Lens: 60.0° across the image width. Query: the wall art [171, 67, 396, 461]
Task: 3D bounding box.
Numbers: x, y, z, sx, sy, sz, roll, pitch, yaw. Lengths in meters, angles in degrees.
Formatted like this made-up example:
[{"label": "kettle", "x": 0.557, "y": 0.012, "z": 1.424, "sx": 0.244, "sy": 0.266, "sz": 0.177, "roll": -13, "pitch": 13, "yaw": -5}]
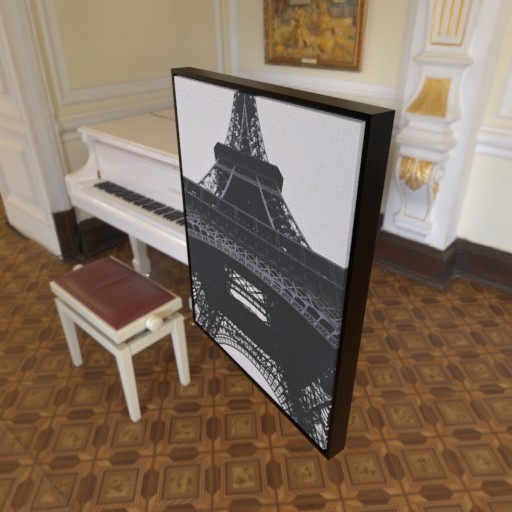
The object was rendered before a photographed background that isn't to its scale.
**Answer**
[{"label": "wall art", "x": 0.000, "y": 0.000, "z": 0.756, "sx": 0.039, "sy": 0.553, "sz": 0.451, "roll": -20, "pitch": 35, "yaw": -31}]
